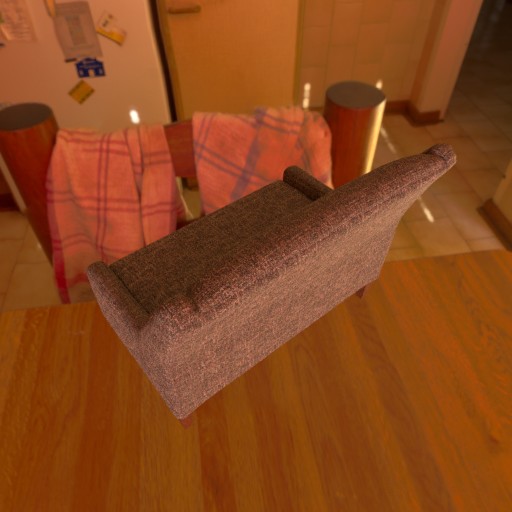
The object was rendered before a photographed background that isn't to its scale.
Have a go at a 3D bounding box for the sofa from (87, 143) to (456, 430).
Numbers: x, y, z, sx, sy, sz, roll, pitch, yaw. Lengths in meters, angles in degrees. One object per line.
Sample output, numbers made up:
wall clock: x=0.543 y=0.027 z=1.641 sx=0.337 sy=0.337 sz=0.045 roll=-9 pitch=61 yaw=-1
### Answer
sofa: x=0.000 y=0.000 z=1.928 sx=1.242 sy=1.021 sz=0.870 roll=-30 pitch=53 yaw=-26
